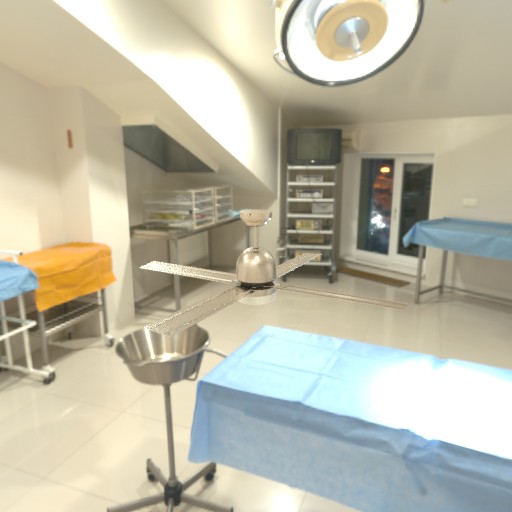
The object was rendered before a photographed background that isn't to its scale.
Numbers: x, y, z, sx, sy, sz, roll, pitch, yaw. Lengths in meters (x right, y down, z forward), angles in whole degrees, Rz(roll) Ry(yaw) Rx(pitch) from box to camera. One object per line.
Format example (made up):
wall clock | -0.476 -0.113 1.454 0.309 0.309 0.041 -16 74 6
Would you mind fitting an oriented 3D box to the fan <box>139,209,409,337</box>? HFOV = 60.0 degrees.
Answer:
fan | 0.000 0.000 2.018 1.346 0.406 1.346 7 15 27
